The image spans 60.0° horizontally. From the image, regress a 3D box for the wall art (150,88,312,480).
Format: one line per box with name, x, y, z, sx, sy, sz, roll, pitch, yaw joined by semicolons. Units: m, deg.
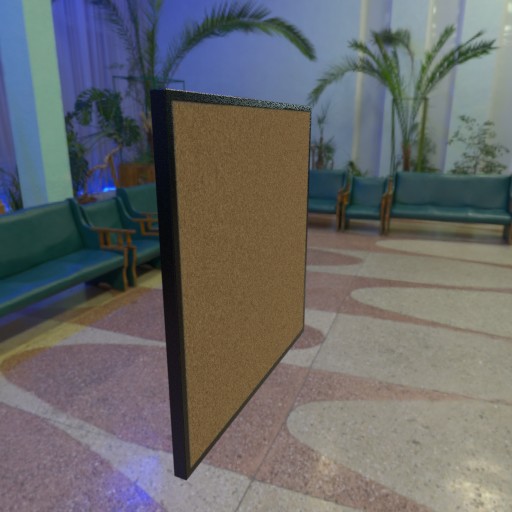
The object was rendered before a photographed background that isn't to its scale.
wall art;0.000;0.000;0.526;0.014;0.349;0.349;7;18;23
